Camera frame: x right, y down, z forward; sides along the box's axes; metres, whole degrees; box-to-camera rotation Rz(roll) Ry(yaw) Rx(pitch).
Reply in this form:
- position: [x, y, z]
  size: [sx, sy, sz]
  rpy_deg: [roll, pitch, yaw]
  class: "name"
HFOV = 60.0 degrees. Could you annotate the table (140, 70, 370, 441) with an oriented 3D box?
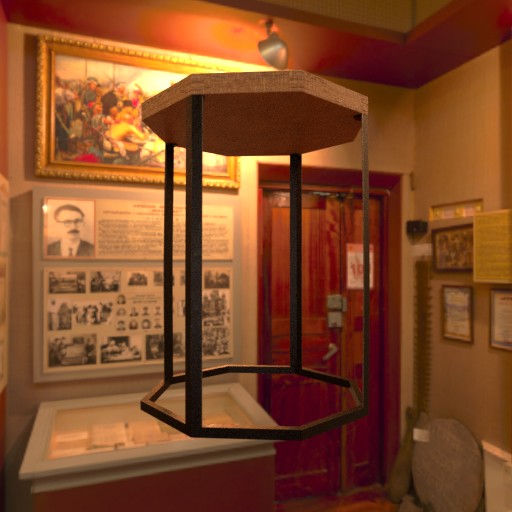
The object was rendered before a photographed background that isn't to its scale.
- position: [0.000, 0.000, 0.868]
  size: [0.437, 0.553, 0.437]
  rpy_deg: [0, -1, -18]
  class: "table"
